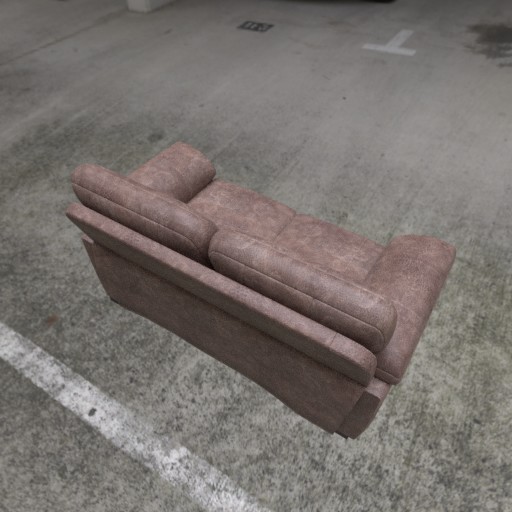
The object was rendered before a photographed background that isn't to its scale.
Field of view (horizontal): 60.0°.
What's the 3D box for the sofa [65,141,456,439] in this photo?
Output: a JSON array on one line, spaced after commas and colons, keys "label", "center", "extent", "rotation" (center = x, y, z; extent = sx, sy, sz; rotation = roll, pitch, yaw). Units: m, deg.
[{"label": "sofa", "center": [0.000, 0.000, 2.292], "extent": [1.753, 0.991, 0.991], "rotation": [25, 52, 21]}]
